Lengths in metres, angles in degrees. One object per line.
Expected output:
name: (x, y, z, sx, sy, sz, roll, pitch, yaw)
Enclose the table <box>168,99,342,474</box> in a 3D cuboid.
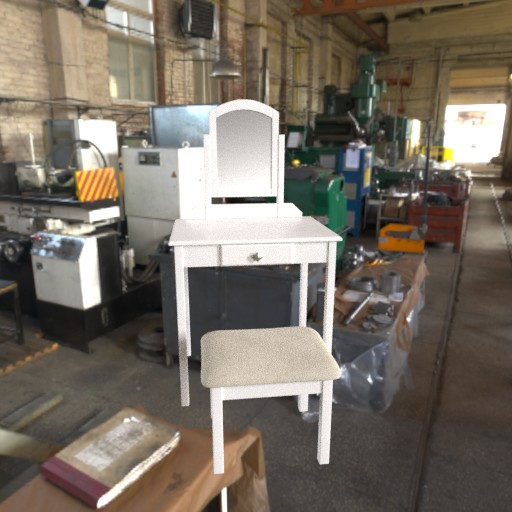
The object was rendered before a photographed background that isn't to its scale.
table: (0.000, 0.000, 2.295, 0.876, 1.631, 1.211, -2, 15, -7)
